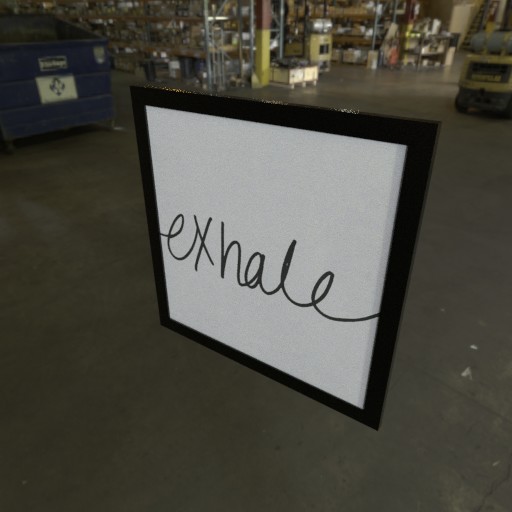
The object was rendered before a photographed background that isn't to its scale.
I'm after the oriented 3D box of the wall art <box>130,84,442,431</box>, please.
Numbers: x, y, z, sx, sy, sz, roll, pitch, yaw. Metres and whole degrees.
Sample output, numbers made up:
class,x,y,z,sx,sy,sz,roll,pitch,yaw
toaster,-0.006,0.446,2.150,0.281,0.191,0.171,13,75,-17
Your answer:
class,x,y,z,sx,sy,sz,roll,pitch,yaw
wall art,0.000,0.000,0.660,0.446,0.445,0.014,18,34,30
